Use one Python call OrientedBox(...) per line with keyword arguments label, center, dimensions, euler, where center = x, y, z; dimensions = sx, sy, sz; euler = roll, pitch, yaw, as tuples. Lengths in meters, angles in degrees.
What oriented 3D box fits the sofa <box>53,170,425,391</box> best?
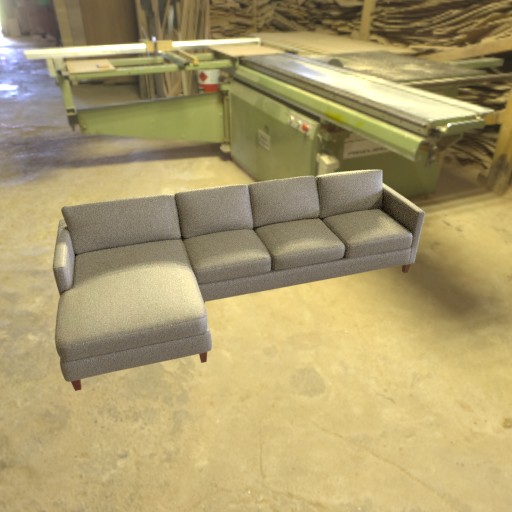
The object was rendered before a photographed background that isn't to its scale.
OrientedBox(label="sofa", center=(0.000, 0.000, 3.819), dimensions=(3.201, 0.876, 1.502), euler=(-9, 33, -15))
